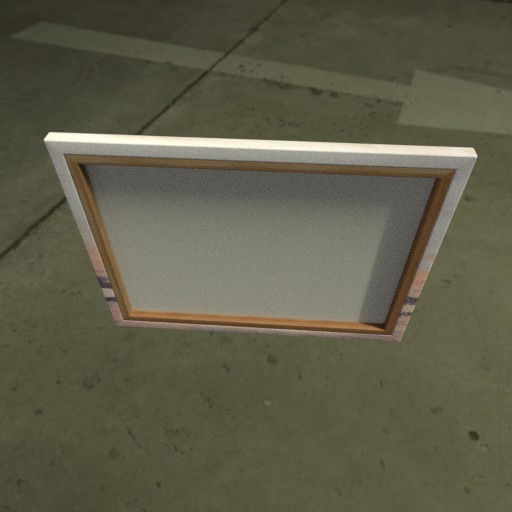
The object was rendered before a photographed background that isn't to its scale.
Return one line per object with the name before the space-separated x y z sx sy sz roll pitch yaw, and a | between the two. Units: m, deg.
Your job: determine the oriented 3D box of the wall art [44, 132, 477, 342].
wall art | 0.000 0.000 1.318 1.015 0.763 0.038 3 46 3
